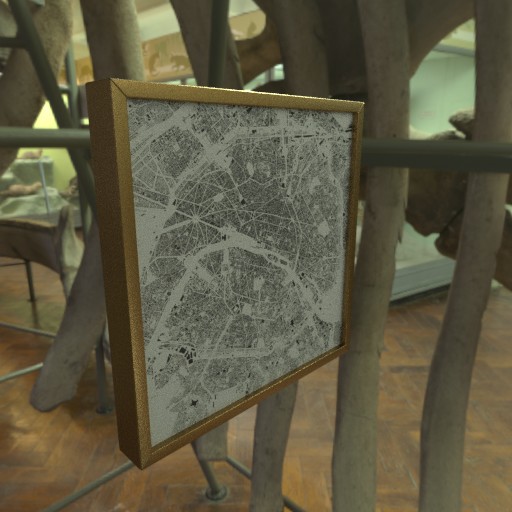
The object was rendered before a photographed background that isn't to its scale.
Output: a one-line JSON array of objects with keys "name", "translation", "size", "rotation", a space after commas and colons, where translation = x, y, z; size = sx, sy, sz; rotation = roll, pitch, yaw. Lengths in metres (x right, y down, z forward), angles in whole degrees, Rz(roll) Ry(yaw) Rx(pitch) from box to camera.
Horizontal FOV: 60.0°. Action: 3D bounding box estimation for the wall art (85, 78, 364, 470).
[{"name": "wall art", "translation": [0.000, 0.000, 0.444], "size": [0.305, 0.305, 0.037], "rotation": [-14, 21, -43]}]
